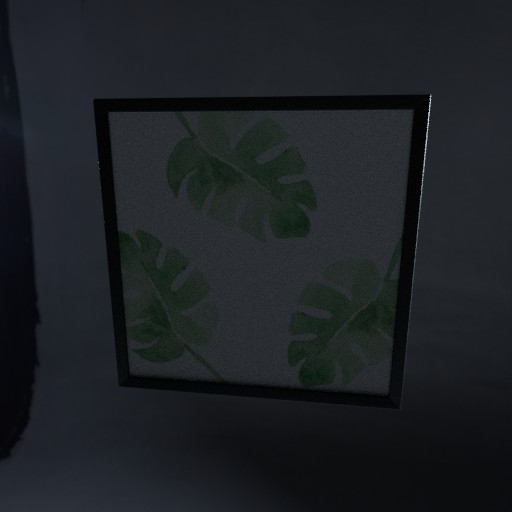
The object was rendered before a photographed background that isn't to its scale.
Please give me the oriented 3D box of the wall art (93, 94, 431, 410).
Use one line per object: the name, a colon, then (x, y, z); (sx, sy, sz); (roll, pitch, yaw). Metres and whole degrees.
wall art: (0.000, 0.000, 0.452); (0.304, 0.304, 0.038); (2, 15, 8)
